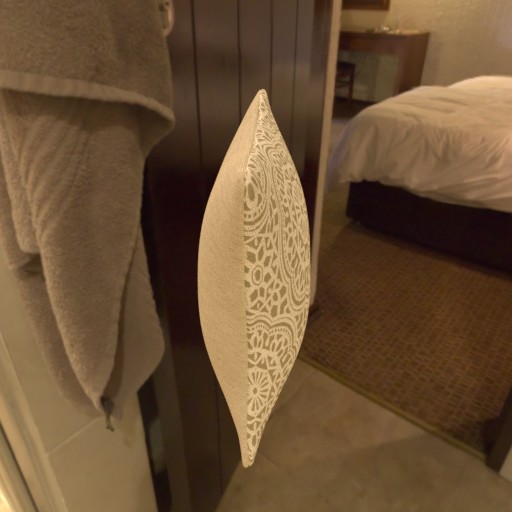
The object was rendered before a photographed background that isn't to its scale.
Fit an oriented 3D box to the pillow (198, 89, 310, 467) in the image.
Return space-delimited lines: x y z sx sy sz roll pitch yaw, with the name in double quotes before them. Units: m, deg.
"pillow" 0.000 0.000 0.680 0.167 0.421 0.438 1 31 2
